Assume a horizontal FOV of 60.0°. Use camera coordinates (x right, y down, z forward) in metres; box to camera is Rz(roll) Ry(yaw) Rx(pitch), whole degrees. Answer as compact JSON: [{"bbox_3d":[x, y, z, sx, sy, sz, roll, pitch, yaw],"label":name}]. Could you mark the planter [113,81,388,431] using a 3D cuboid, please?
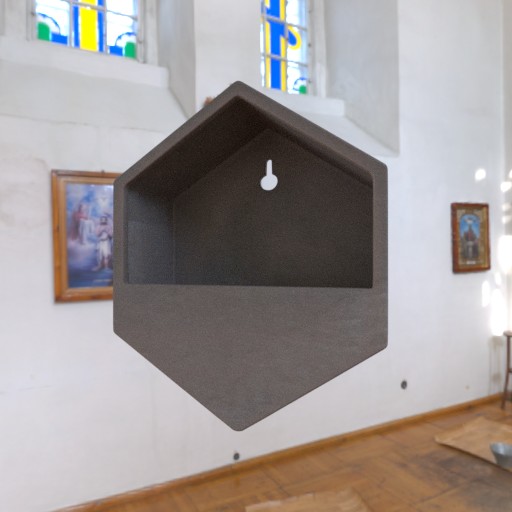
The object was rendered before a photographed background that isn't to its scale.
[{"bbox_3d":[0.000,0.000,0.296,0.169,0.206,0.077,0,0,17],"label":"planter"}]
